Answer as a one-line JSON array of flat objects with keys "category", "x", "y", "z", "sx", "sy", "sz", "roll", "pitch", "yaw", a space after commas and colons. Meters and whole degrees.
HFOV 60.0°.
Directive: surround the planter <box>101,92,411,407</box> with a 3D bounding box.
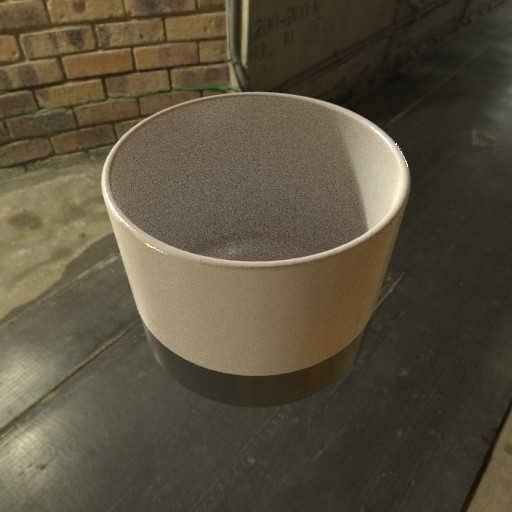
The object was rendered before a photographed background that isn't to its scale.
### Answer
[{"category": "planter", "x": 0.000, "y": 0.000, "z": 0.346, "sx": 0.193, "sy": 0.177, "sz": 0.193, "roll": 0, "pitch": 45, "yaw": 0}]
